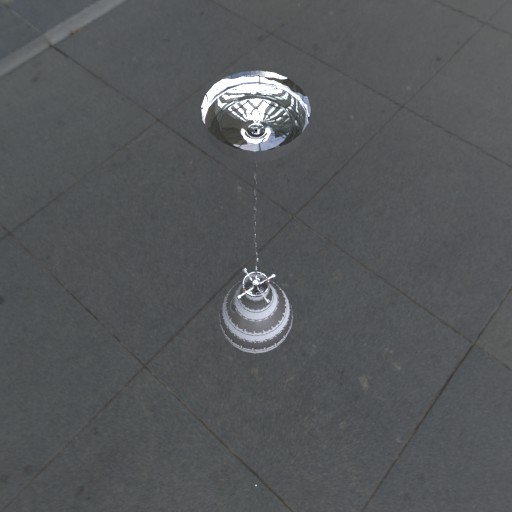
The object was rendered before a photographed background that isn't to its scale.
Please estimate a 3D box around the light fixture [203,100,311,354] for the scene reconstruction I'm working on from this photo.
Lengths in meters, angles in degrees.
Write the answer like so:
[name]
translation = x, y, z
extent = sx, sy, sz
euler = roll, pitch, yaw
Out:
[light fixture]
translation = 0.000, 0.000, 1.655
extent = 0.374, 1.457, 0.374
euler = -31, 67, -15
